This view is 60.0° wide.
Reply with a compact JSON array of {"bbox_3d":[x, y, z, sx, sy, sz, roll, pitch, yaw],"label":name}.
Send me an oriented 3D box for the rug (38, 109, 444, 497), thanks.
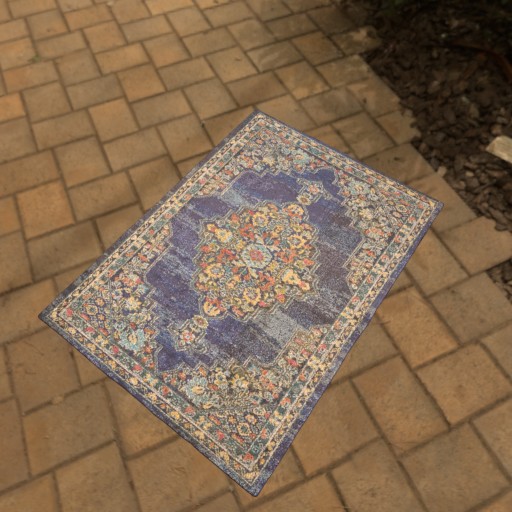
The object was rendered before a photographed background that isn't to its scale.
[{"bbox_3d":[0.000,0.000,2.865,1.630,0.009,2.232,32,64,18],"label":"rug"}]
